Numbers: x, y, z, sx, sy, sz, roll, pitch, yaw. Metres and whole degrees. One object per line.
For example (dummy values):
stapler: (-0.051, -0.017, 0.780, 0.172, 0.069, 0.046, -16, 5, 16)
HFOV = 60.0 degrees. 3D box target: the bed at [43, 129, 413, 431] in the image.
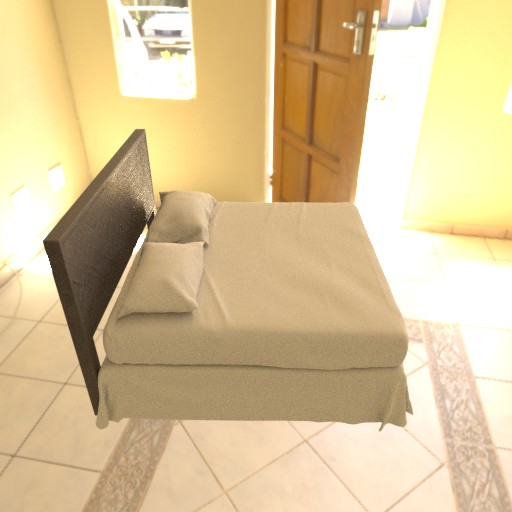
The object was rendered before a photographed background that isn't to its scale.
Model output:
bed: (0.000, 0.000, 2.839, 1.785, 1.142, 1.772, 1, 33, 1)
